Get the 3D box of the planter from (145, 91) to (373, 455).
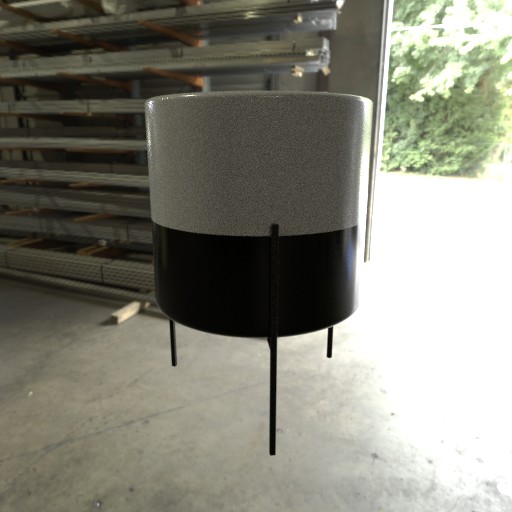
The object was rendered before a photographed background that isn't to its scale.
[{"bbox_3d":[0.000,0.000,0.653,0.310,0.432,0.310,2,15,9],"label":"planter"}]
